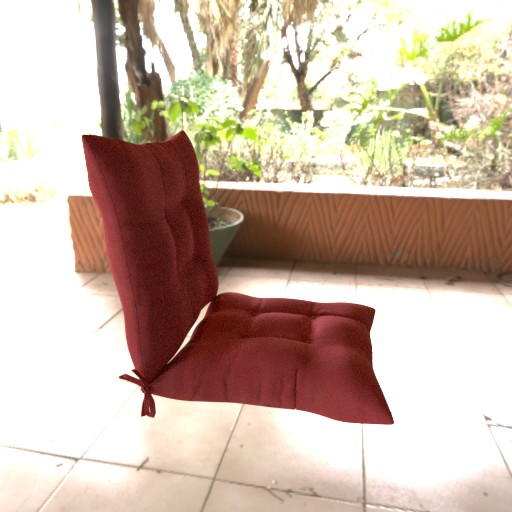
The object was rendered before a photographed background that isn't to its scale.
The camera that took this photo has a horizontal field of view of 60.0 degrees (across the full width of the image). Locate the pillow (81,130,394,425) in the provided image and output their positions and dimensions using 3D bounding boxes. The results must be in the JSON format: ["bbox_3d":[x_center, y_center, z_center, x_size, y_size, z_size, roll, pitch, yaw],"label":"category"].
[{"bbox_3d":[0.000,0.000,0.988,0.585,0.536,0.541,3,16,10],"label":"pillow"}]
